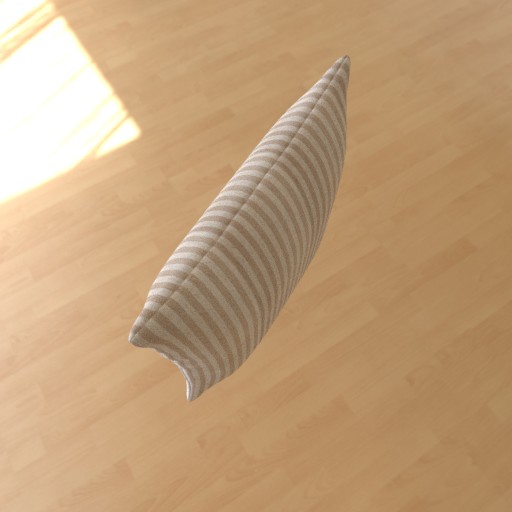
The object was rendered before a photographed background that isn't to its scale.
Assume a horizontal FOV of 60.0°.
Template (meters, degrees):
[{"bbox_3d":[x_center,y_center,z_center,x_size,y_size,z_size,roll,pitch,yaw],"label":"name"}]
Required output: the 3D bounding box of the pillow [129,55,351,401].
[{"bbox_3d":[0.000,0.000,0.798,0.166,0.510,0.523,29,68,13],"label":"pillow"}]
